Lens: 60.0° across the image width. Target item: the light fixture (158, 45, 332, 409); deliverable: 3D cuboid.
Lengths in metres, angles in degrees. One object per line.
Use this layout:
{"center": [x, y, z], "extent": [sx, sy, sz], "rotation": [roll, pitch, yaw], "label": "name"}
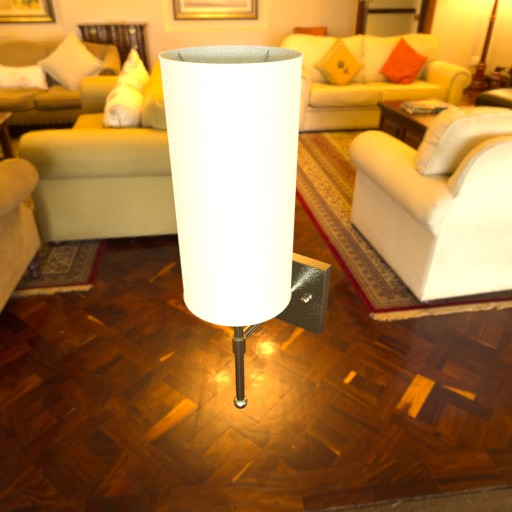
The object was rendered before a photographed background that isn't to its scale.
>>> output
{"center": [0.000, 0.000, 0.542], "extent": [0.128, 0.462, 0.208], "rotation": [19, 36, 28], "label": "light fixture"}
